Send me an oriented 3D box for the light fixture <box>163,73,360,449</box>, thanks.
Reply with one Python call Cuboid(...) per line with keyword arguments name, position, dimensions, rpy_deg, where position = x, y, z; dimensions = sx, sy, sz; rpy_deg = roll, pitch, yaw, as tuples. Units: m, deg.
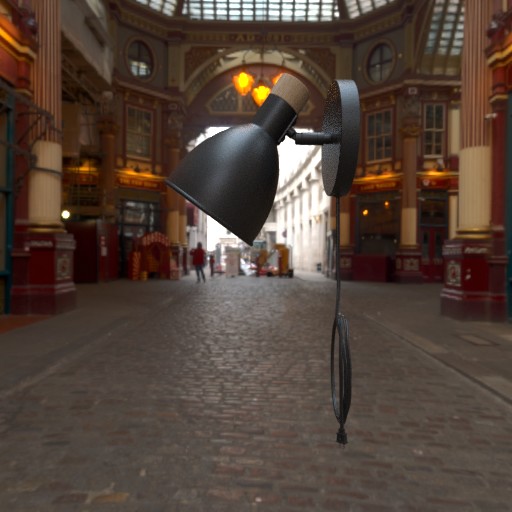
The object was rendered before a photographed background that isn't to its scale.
Cuboid(name="light fixture", position=(0.000, 0.000, 0.496), dimensions=(0.203, 0.401, 0.127), rpy_deg=(0, 1, -1))
